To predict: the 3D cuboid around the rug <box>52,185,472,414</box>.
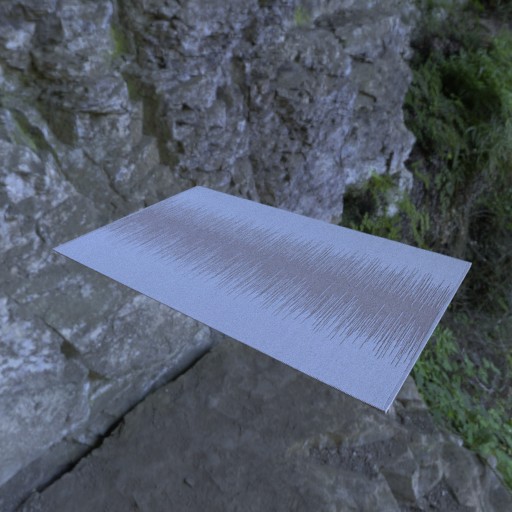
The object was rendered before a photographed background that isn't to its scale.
[{"bbox_3d":[0.000,0.000,3.021,2.440,0.012,1.522,20,35,30],"label":"rug"}]
